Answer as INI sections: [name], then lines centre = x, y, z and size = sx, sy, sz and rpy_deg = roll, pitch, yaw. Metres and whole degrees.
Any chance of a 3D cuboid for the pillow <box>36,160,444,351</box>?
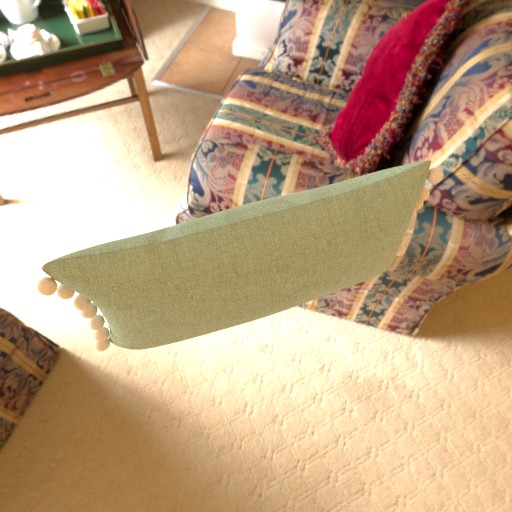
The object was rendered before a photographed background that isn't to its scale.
[pillow]
centre = 0.000, 0.000, 0.837
size = 0.709, 0.322, 0.201
rpy_deg = -17, 60, -10
